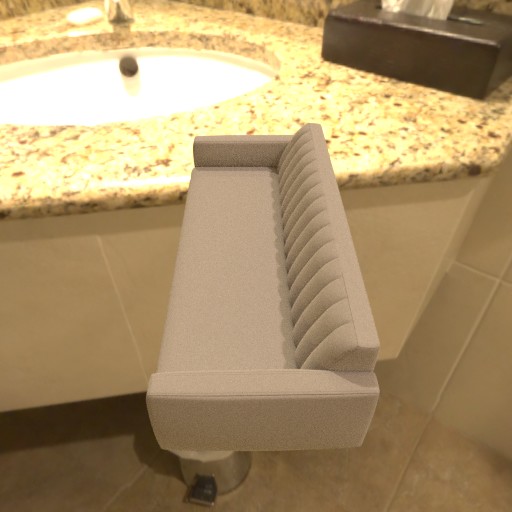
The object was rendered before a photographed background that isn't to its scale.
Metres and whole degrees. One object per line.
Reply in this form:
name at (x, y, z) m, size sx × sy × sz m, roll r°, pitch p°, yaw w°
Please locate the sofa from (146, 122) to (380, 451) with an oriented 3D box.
sofa at (0.000, 0.000, 2.766) m, size 0.990 × 0.821 × 2.291 m, roll -1°, pitch 43°, yaw -1°
